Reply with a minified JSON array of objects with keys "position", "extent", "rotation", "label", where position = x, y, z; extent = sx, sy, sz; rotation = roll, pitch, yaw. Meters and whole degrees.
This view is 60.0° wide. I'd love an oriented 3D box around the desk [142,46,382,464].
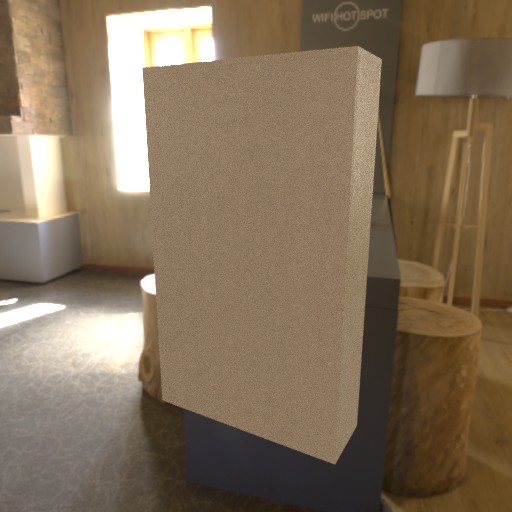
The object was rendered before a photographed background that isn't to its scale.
[{"position":[0.000,0.000,1.593],"extent":[0.750,1.280,0.250],"rotation":[9,17,29],"label":"desk"}]
